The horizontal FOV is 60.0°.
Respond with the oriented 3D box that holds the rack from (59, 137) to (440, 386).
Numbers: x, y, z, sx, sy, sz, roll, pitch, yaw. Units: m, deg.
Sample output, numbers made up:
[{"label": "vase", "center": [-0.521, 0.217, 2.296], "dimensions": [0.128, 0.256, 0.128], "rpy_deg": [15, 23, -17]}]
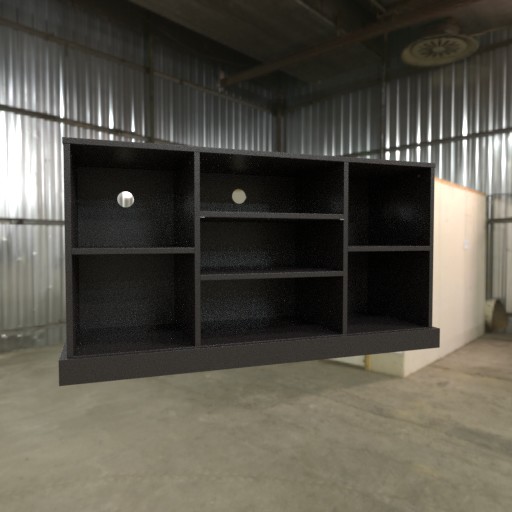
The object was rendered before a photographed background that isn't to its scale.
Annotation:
[{"label": "rack", "center": [0.000, 0.000, 1.507], "dimensions": [1.206, 0.635, 0.399], "rpy_deg": [-1, 2, -19]}]
